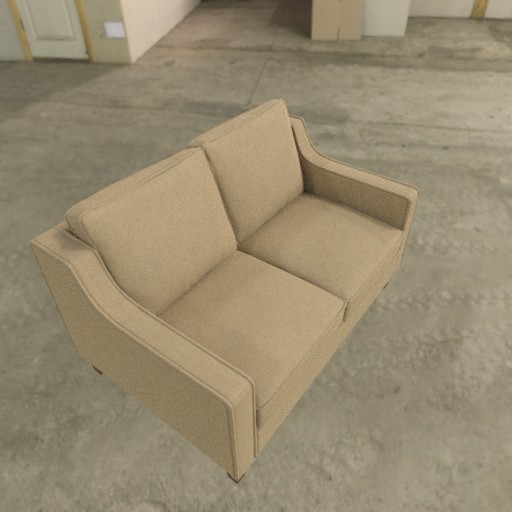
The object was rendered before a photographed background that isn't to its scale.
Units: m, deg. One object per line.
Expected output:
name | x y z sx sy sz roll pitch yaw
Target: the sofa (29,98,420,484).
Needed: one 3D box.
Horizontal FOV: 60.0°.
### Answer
sofa | 0.000 0.000 2.076 0.987 0.971 1.501 26 47 27
